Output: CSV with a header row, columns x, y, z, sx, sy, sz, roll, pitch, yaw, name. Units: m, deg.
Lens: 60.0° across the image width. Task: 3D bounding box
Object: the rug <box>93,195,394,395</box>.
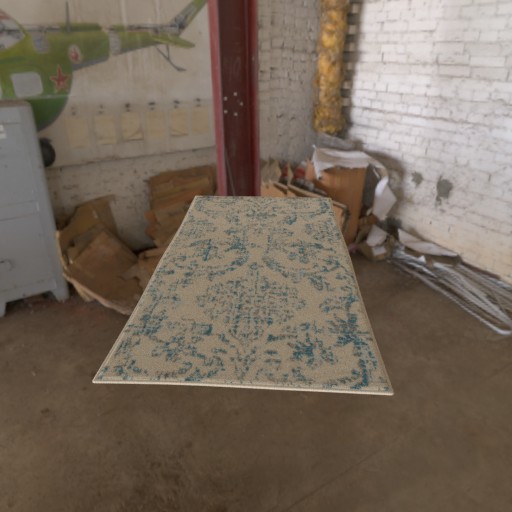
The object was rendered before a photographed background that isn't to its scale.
x,y,z,sx,sy,sz,roll,pitch,yaw,name
0.000,0.000,1.428,0.605,0.007,1.220,1,26,3,rug
